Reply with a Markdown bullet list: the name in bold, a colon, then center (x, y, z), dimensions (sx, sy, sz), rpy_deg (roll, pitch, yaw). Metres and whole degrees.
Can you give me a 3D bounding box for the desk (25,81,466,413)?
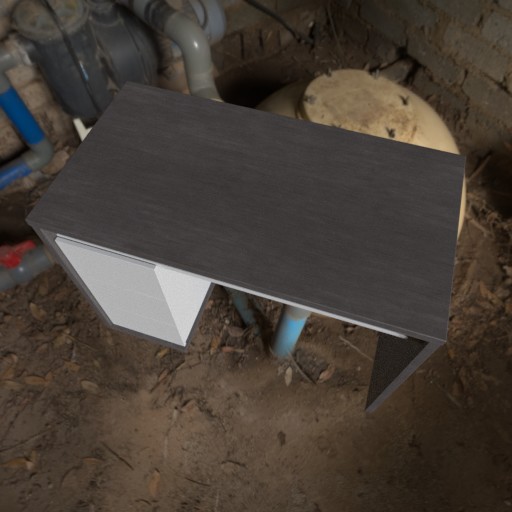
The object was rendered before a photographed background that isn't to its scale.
- **desk**: center (0.000, 0.000, 1.558), dimensions (1.100, 0.750, 0.600), rpy_deg (16, 60, 9)
